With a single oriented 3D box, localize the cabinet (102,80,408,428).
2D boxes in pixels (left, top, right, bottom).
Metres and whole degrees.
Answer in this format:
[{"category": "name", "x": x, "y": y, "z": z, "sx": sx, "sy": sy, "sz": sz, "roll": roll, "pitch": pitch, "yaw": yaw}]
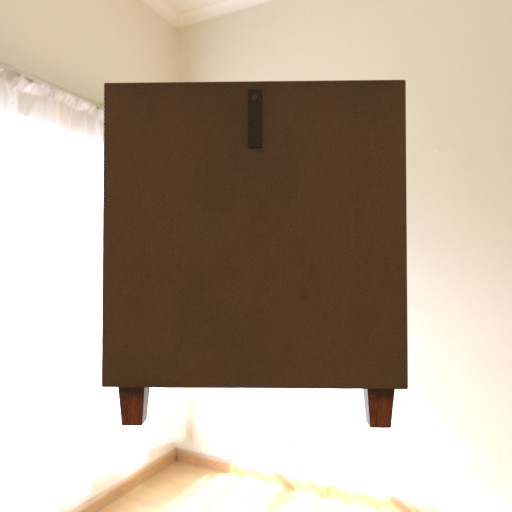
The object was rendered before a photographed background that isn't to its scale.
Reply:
[{"category": "cabinet", "x": 0.000, "y": 0.000, "z": 1.082, "sx": 0.607, "sy": 0.695, "sz": 0.410, "roll": 0, "pitch": -1, "yaw": 1}]
